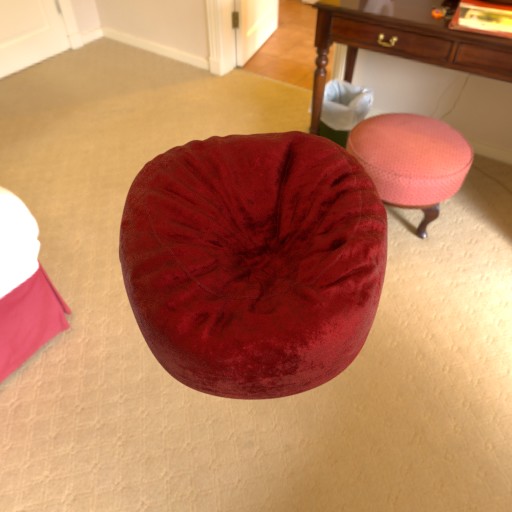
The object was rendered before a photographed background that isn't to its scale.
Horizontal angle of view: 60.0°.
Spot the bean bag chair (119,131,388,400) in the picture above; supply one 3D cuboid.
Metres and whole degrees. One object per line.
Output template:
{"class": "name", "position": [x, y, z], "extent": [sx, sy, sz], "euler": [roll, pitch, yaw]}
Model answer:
{"class": "bean bag chair", "position": [0.000, 0.000, 2.524], "extent": [1.524, 0.878, 1.524], "euler": [-3, 47, -3]}
